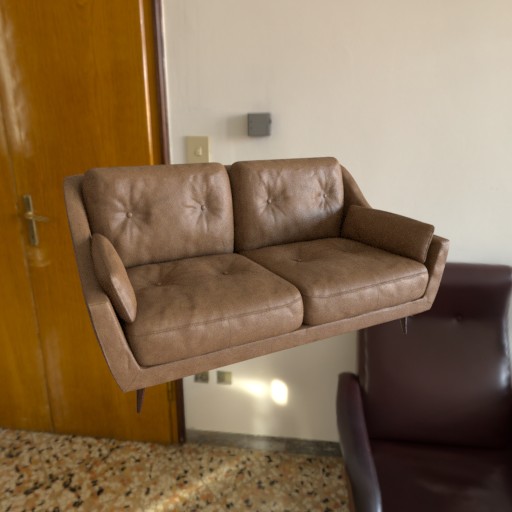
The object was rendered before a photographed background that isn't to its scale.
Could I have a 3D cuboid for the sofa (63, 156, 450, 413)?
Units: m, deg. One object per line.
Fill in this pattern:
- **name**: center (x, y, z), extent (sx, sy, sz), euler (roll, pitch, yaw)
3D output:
- **sofa**: center (0.000, 0.000, 2.242), extent (1.731, 0.886, 0.981), euler (-9, 19, -27)
